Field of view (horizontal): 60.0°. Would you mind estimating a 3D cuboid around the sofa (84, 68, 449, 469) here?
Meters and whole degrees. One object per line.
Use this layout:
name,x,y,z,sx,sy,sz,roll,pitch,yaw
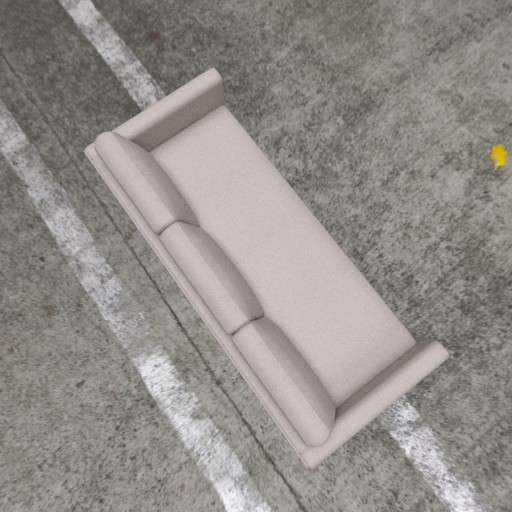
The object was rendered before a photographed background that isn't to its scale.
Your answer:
sofa,0.000,0.000,2.716,0.959,0.838,2.210,-36,79,-8
